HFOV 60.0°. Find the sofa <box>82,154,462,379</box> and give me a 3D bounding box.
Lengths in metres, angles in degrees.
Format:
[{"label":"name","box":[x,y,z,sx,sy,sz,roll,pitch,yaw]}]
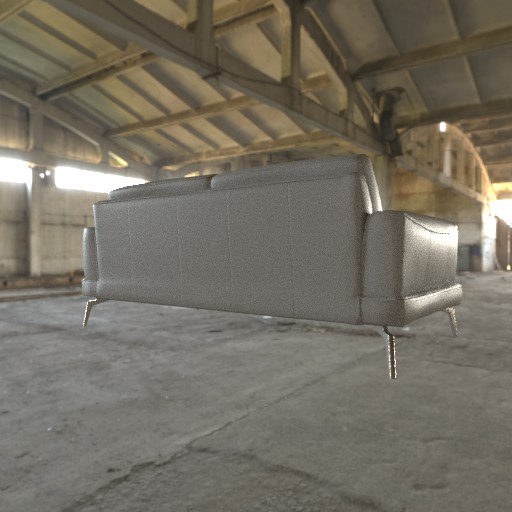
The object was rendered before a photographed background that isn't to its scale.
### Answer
[{"label":"sofa","box":[0.000,0.000,2.740,2.177,0.930,1.121,0,1,36]}]
